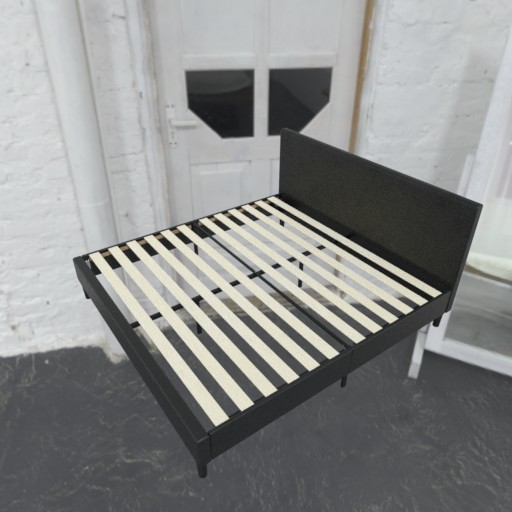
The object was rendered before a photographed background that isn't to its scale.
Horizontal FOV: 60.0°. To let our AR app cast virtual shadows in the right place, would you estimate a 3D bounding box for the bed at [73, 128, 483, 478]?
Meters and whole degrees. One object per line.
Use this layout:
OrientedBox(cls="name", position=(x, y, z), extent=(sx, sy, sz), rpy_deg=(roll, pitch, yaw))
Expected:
OrientedBox(cls="bed", position=(0.000, 0.000, 3.282), extent=(2.152, 1.046, 2.018), rpy_deg=(-21, 39, -29))
